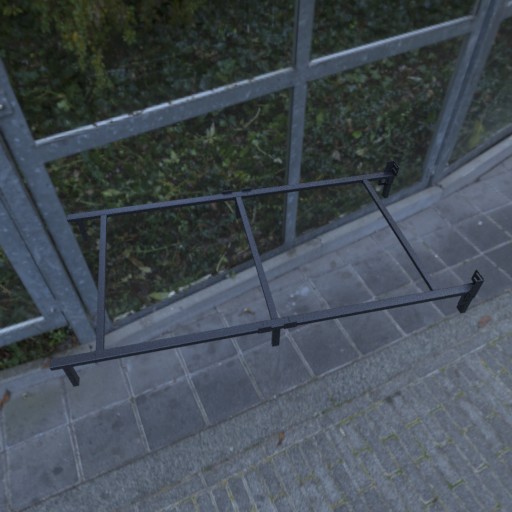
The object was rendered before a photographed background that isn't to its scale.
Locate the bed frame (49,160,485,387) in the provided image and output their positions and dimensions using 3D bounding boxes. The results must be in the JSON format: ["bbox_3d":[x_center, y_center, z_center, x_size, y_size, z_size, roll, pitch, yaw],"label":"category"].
[{"bbox_3d":[0.000,0.000,2.267,1.897,0.248,0.968,-9,47,-8],"label":"bed frame"}]
